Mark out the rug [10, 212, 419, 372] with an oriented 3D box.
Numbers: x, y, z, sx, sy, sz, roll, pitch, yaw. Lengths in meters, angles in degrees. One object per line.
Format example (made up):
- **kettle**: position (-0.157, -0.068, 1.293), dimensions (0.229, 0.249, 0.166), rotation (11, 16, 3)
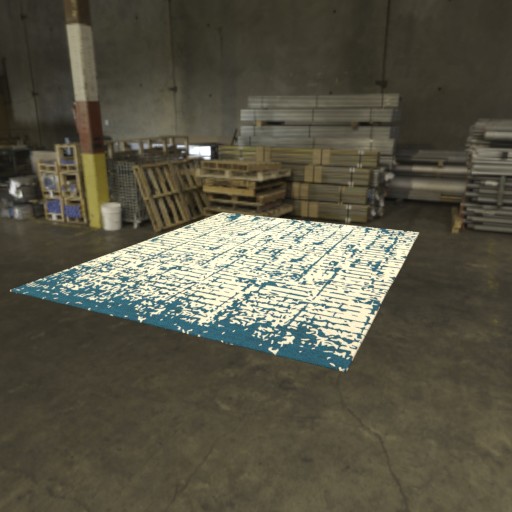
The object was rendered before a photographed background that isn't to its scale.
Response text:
- **rug**: position (0.000, 0.000, 3.930), dimensions (2.416, 0.014, 3.017), rotation (8, 19, 24)
